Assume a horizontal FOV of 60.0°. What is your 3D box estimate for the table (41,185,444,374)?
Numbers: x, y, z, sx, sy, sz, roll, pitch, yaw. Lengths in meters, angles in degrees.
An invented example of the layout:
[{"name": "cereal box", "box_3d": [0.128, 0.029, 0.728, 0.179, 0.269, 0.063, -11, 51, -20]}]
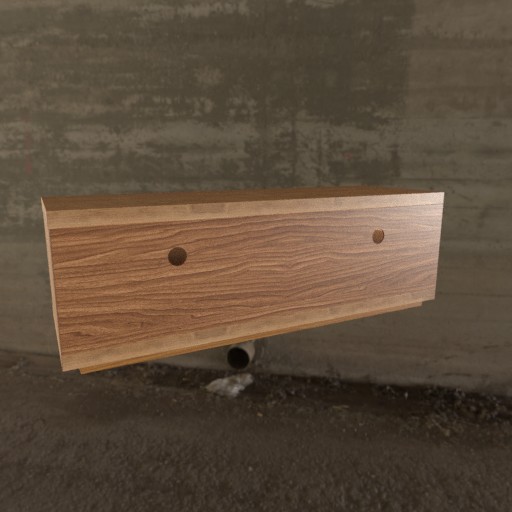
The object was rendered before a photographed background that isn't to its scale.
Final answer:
[{"name": "table", "box_3d": [0.000, 0.000, 1.776, 1.499, 0.491, 0.499, -6, 14, -26]}]
